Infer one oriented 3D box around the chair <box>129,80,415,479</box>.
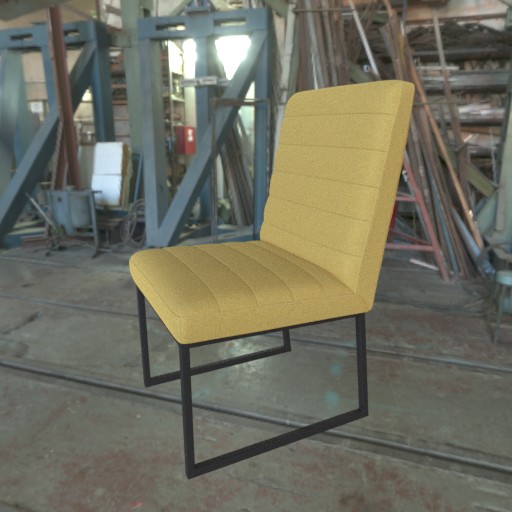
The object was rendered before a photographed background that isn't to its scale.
[{"bbox_3d":[0.000,0.000,1.268,0.634,0.930,0.520,-8,18,-25],"label":"chair"}]
